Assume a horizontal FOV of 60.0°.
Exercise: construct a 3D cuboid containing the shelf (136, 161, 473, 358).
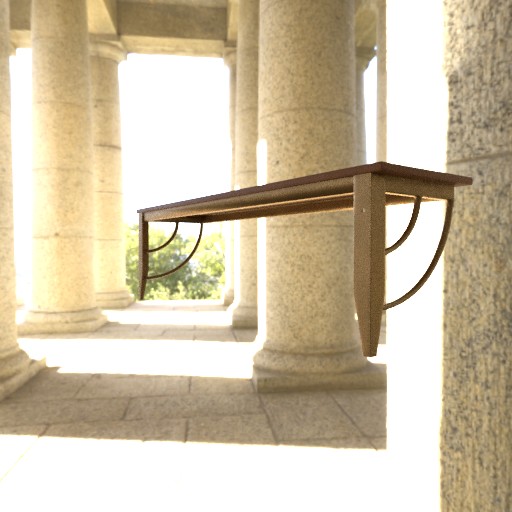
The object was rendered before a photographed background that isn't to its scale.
[{"bbox_3d":[0.000,0.000,0.729,0.166,0.190,0.636,-1,1,-36],"label":"shelf"}]
